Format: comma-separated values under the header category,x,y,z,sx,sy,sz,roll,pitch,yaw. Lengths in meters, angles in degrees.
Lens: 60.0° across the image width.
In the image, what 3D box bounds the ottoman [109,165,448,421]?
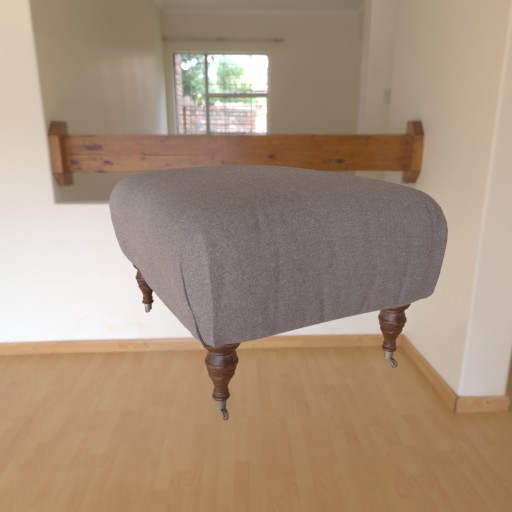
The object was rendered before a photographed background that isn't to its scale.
category,x,y,z,sx,sy,sz,roll,pitch,yaw
ottoman,0.000,0.000,1.160,0.622,0.450,0.747,-8,17,-26
